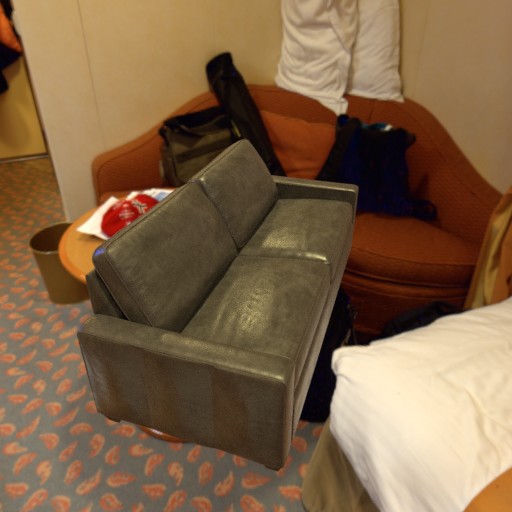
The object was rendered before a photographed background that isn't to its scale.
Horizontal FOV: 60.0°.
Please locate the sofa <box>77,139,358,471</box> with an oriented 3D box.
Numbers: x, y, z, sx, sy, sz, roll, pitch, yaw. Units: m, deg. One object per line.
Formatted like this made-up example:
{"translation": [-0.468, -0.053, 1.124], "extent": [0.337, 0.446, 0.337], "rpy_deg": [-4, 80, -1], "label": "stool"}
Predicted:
{"translation": [0.000, 0.000, 2.639], "extent": [0.939, 0.916, 2.081], "rpy_deg": [10, 32, 16], "label": "sofa"}
